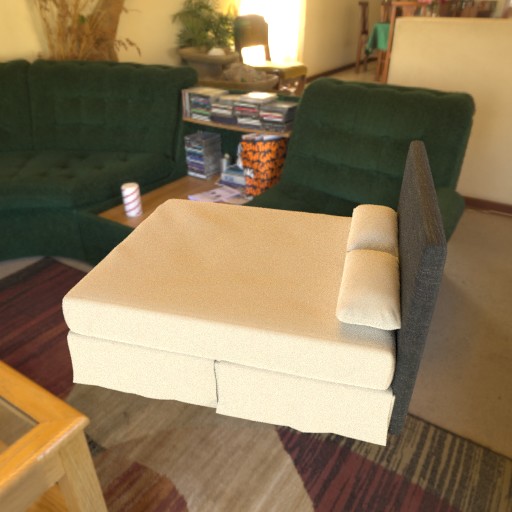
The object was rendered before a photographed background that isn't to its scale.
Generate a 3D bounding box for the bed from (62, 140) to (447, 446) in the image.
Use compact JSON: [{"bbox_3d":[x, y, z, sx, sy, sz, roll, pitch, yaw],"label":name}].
[{"bbox_3d":[0.000,0.000,3.103,2.142,1.330,1.723,8,32,12],"label":"bed"}]
